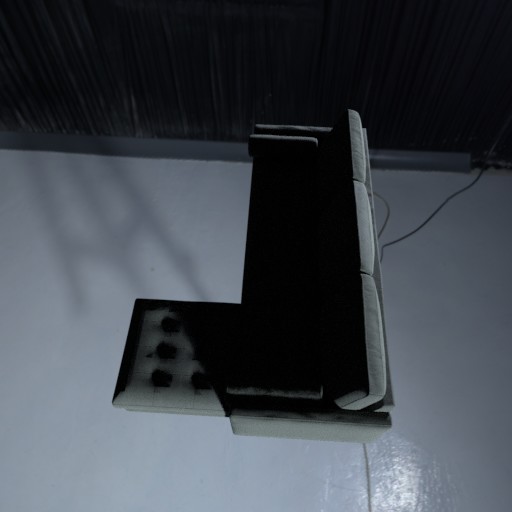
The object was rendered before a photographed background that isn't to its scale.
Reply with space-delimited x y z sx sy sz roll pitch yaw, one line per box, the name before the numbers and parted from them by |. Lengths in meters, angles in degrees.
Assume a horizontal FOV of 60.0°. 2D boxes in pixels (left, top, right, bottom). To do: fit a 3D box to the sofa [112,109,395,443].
sofa | 0.000 0.000 2.957 1.506 0.876 2.178 3 58 2
